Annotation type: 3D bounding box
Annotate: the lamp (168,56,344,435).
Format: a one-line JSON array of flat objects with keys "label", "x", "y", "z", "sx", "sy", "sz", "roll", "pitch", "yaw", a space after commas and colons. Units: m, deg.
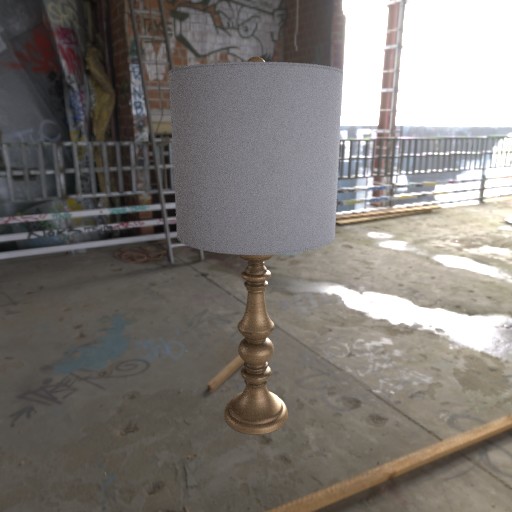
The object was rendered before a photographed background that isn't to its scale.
[{"label": "lamp", "x": 0.000, "y": 0.000, "z": 0.721, "sx": 0.250, "sy": 0.597, "sz": 0.250, "roll": -3, "pitch": 17, "yaw": -10}]
